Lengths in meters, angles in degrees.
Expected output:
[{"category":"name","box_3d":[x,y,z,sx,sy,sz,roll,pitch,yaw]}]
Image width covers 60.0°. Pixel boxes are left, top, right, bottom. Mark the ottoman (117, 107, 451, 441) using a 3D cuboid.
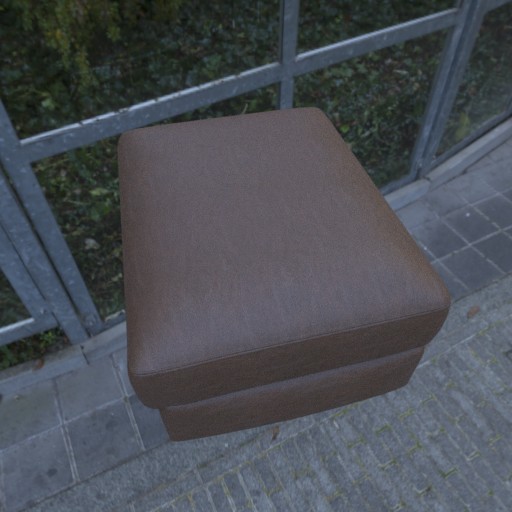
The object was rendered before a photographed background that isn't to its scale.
[{"category":"ottoman","box_3d":[0.000,0.000,1.159,0.635,0.508,0.787,-10,47,-10]}]
